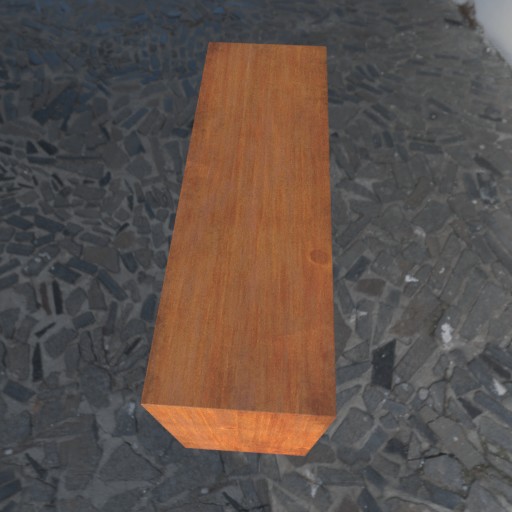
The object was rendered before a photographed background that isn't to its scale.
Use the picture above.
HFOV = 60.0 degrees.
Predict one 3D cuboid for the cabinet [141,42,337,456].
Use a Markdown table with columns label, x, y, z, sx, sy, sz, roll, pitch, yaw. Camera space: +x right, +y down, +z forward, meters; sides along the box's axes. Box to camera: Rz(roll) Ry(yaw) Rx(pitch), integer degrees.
| label | x | y | z | sx | sy | sz | roll | pitch | yaw |
| --- | --- | --- | --- | --- | --- | --- | --- | --- | --- |
| cabinet | 0.000 | 0.000 | 1.552 | 0.403 | 0.805 | 1.204 | 3 | 60 | 2 |
